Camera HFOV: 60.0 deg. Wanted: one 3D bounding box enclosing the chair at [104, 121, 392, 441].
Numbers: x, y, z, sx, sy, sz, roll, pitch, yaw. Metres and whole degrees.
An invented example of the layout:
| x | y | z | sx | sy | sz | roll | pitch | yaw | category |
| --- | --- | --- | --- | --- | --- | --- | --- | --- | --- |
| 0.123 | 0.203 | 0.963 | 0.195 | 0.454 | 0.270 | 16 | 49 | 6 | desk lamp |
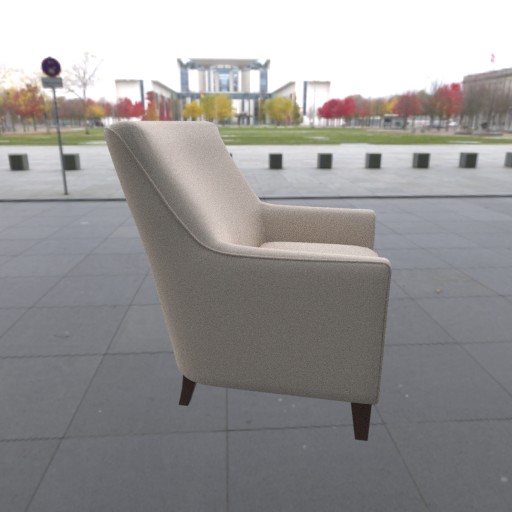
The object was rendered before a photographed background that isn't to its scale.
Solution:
| x | y | z | sx | sy | sz | roll | pitch | yaw | category |
| --- | --- | --- | --- | --- | --- | --- | --- | --- | --- |
| 0.000 | 0.000 | 1.571 | 0.879 | 0.916 | 0.756 | 3 | 17 | 11 | chair |
